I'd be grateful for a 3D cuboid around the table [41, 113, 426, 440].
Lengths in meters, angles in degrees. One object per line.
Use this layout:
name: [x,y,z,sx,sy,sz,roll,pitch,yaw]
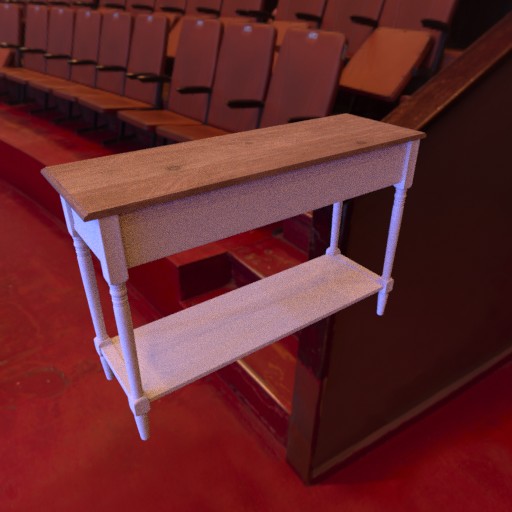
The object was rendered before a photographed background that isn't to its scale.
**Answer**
table: [0.000,0.000,1.618,1.219,0.800,0.399,-20,35,-30]
